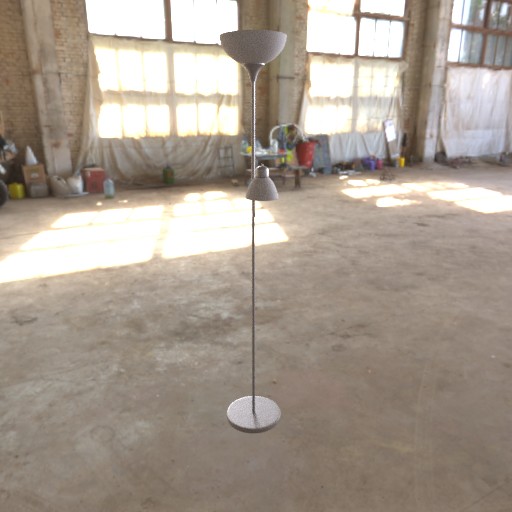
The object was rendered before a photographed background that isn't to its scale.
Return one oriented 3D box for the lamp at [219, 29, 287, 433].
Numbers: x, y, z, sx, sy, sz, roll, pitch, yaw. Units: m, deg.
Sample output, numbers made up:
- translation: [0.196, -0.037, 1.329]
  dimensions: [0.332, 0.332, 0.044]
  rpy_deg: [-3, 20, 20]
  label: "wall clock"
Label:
- translation: [0.000, 0.000, 1.977]
  dimensions: [0.279, 1.804, 0.425]
  rpy_deg: [-3, 18, -9]
  label: "lamp"
